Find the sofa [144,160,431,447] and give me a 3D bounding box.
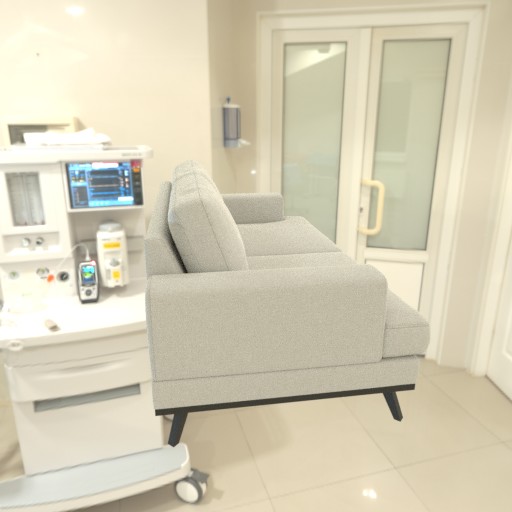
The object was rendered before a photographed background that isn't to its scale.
[{"bbox_3d":[0.000,0.000,2.143,0.920,0.810,1.650,-3,18,-9],"label":"sofa"}]
